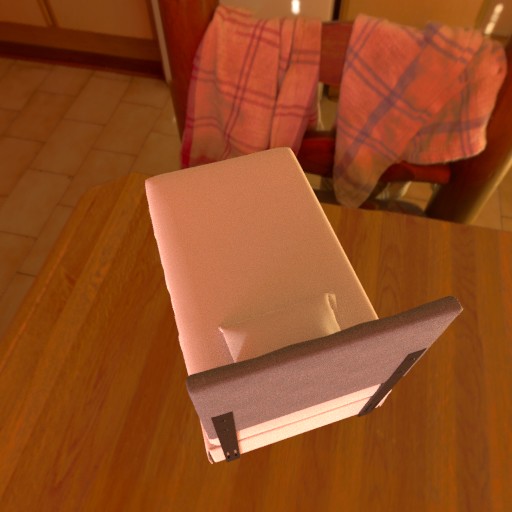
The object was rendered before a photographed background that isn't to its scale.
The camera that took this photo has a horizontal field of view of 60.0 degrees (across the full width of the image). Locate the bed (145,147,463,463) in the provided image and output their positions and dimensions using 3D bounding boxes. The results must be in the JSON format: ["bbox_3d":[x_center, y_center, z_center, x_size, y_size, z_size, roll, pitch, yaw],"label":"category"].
[{"bbox_3d":[0.000,0.000,2.841,1.261,1.571,1.997,-15,58,-10],"label":"bed"}]
